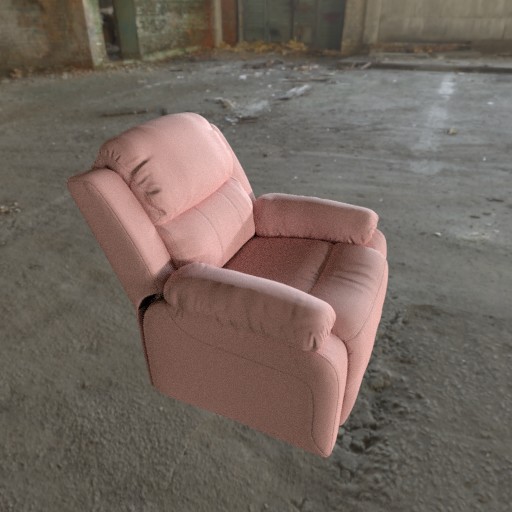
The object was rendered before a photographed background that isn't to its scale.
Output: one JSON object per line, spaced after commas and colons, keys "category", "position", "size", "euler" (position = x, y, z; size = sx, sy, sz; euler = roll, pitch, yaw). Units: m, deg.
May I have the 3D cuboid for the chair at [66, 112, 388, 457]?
{"category": "chair", "position": [0.000, 0.000, 1.247], "size": [0.709, 0.702, 0.680], "euler": [12, 31, 20]}
